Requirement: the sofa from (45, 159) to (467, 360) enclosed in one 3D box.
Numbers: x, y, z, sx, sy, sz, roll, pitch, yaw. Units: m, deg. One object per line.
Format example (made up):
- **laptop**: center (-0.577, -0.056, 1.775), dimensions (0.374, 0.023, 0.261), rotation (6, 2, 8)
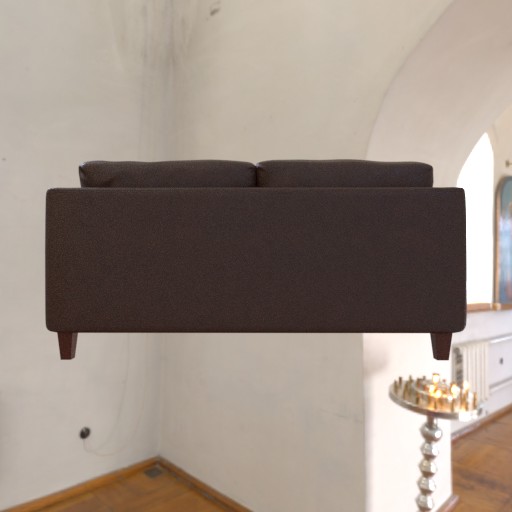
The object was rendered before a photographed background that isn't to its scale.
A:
- **sofa**: center (0.000, 0.000, 2.406), dimensions (1.883, 0.933, 0.951), rotation (0, 0, 0)
